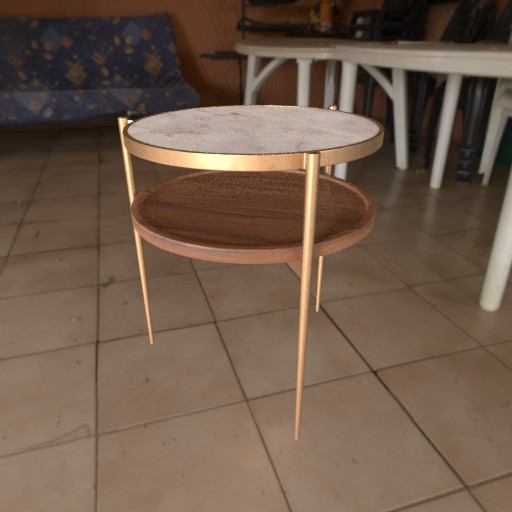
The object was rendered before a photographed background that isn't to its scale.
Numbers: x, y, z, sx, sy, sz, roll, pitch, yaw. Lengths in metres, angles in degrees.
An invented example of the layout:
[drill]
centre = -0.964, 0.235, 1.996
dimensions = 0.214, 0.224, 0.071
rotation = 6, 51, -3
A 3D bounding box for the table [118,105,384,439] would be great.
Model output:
[table]
centre = 0.000, 0.000, 0.838
dimensions = 0.430, 0.493, 0.456
rotation = -9, 28, -16
